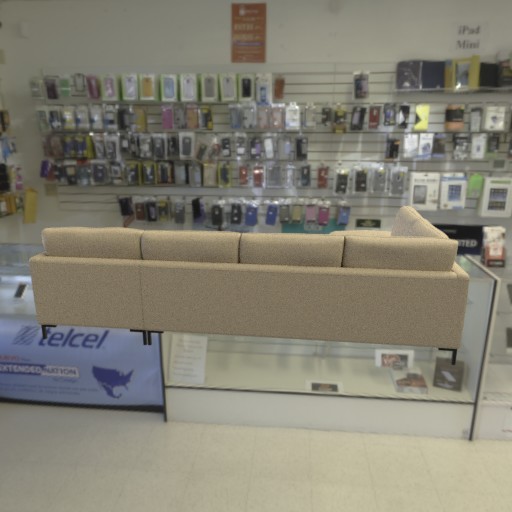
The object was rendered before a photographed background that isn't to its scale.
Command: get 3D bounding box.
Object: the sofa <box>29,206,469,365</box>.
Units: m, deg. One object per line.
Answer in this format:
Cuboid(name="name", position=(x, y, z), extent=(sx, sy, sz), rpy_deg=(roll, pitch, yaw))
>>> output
Cuboid(name="sofa", position=(0.000, 0.000, 3.585), extent=(2.737, 0.756, 1.879), rpy_deg=(2, 16, 7))
